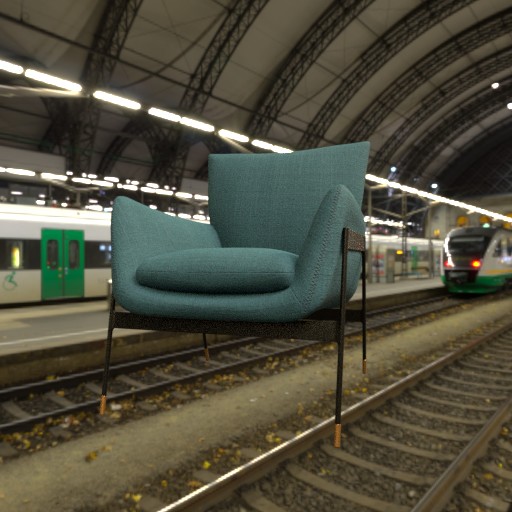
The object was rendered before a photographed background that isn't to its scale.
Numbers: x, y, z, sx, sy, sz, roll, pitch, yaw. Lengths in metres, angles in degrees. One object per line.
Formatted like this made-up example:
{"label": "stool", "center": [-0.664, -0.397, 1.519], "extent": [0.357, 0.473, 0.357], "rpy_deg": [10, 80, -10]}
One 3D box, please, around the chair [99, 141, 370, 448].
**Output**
{"label": "chair", "center": [0.000, 0.000, 1.433], "extent": [0.678, 0.859, 0.769], "rpy_deg": [0, 0, 19]}
